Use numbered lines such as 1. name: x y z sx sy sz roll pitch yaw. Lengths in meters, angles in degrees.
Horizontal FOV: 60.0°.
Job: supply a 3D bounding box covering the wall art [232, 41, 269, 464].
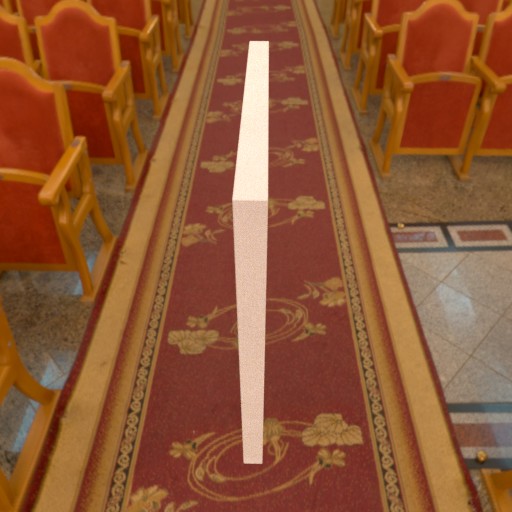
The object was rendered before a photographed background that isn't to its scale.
1. wall art: 0.000 0.000 0.829 0.037 0.606 0.508 1 42 1
